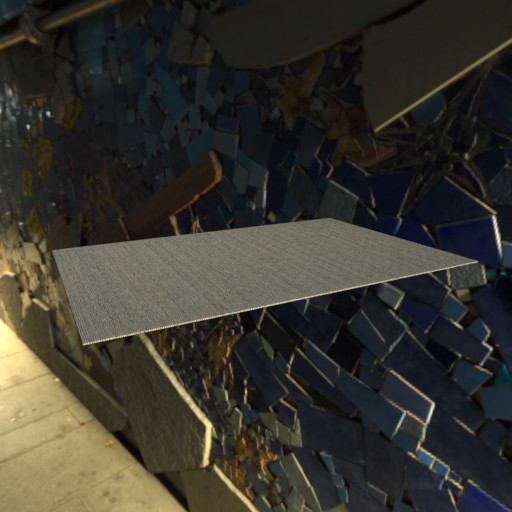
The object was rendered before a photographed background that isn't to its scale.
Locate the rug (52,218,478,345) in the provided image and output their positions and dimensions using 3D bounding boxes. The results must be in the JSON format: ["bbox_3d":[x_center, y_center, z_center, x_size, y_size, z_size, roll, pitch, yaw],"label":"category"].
[{"bbox_3d":[0.000,0.000,2.172,1.752,0.006,1.142,-9,18,-27],"label":"rug"}]
